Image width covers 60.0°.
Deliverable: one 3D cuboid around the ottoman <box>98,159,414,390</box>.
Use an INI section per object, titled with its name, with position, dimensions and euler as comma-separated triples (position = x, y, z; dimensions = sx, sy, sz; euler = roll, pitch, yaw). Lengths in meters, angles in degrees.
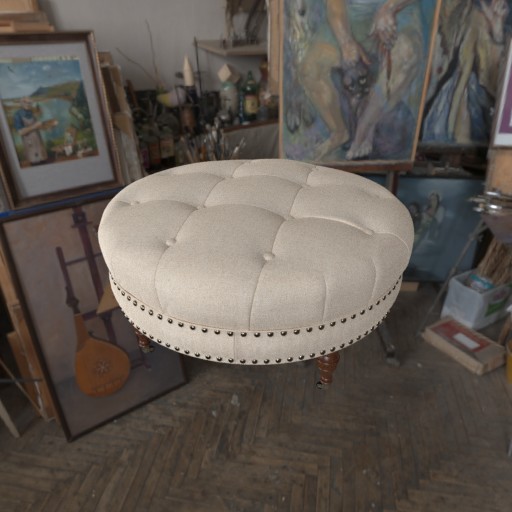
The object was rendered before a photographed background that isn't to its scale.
[ottoman]
position = 0.000, 0.000, 1.450
dimensions = 0.940, 0.483, 0.940
euler = 0, 30, 0
